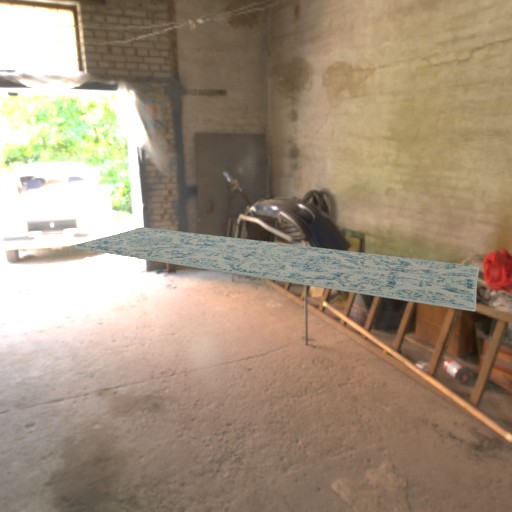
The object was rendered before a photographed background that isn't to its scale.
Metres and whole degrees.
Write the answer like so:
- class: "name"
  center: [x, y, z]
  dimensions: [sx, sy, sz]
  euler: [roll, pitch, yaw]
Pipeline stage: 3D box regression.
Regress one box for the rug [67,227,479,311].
- class: "rug"
  center: [0.000, 0.000, 2.438]
  dimensions: [2.196, 0.011, 0.662]
  euler: [8, 17, 26]
